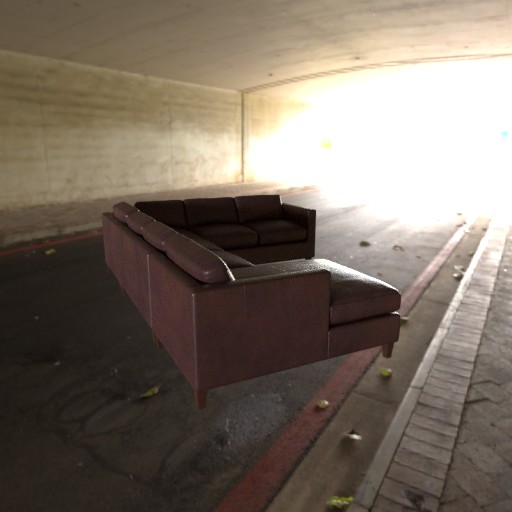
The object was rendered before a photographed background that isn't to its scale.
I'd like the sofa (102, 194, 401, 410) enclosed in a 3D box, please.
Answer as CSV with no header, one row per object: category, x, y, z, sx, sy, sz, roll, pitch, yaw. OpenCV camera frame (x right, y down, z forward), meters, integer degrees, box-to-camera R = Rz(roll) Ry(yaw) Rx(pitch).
sofa,0.000,0.000,4.433,2.452,0.891,3.324,-7,15,-26
